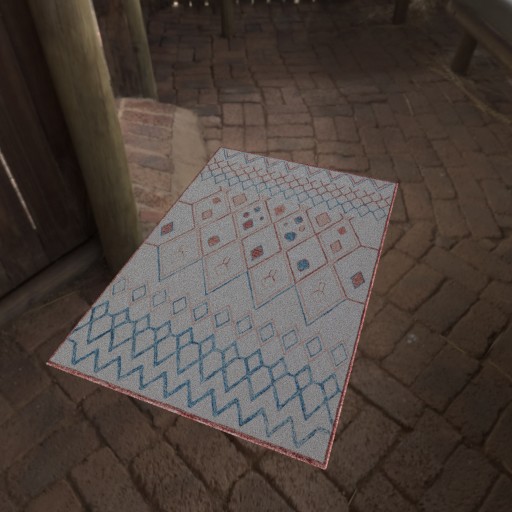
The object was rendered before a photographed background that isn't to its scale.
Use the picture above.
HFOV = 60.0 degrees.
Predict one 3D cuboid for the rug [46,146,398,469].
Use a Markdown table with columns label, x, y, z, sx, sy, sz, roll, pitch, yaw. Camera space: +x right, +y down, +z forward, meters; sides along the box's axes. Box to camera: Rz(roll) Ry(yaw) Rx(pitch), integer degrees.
| label | x | y | z | sx | sy | sz | roll | pitch | yaw |
| --- | --- | --- | --- | --- | --- | --- | --- | --- | --- |
| rug | 0.000 | 0.000 | 2.330 | 1.219 | 0.016 | 1.829 | 15 | 47 | 14 |
